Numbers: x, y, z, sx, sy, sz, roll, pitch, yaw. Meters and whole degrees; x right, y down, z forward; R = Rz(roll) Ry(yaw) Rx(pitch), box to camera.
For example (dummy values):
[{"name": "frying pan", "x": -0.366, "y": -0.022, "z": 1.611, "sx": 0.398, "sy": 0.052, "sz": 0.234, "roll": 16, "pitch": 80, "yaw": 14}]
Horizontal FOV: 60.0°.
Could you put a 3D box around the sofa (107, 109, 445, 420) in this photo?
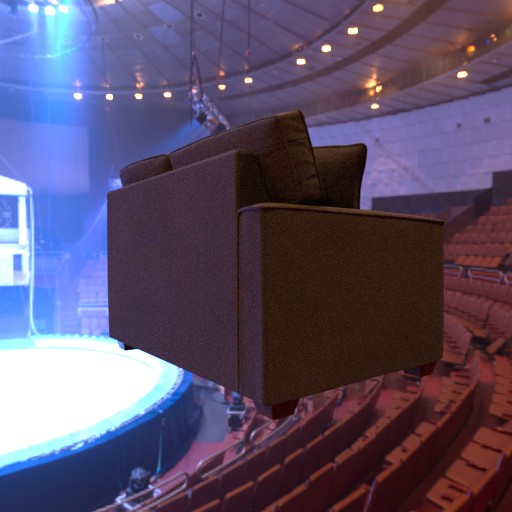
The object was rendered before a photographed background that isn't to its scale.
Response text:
[{"name": "sofa", "x": 0.000, "y": 0.000, "z": 2.113, "sx": 0.991, "sy": 0.989, "sz": 1.388, "roll": 0, "pitch": 0, "yaw": -37}]
